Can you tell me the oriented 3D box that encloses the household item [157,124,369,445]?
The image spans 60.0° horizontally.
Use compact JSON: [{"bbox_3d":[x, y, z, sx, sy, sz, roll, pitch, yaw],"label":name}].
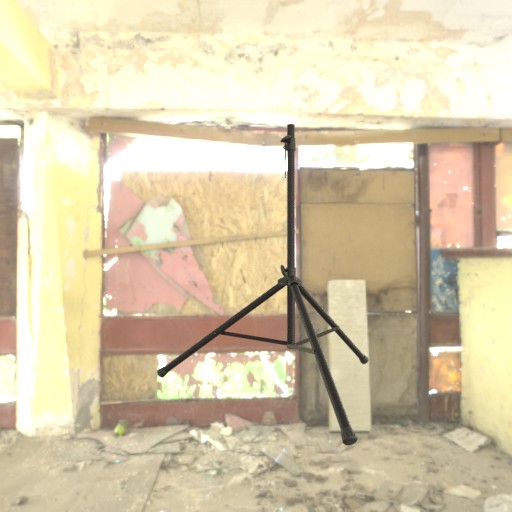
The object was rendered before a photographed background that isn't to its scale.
[{"bbox_3d":[0.000,0.000,2.762,1.339,1.595,1.596,0,-1,17],"label":"household item"}]
